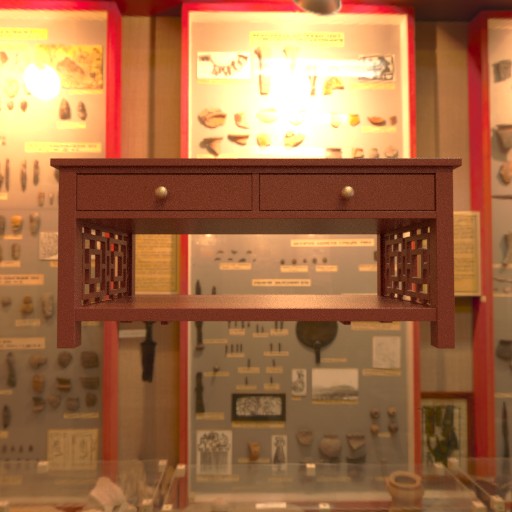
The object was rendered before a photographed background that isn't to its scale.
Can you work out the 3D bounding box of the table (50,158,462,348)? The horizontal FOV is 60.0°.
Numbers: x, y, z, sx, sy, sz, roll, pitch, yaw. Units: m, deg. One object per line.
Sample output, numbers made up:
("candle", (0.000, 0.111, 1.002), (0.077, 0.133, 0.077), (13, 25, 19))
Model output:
("table", (0.000, 0.000, 1.436), (1.068, 0.493, 0.612), (0, -1, 0))
